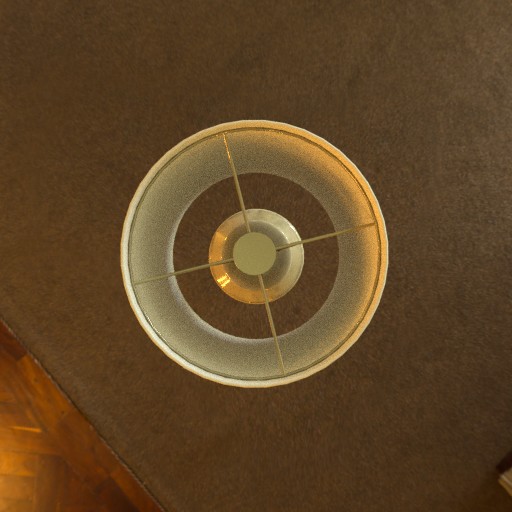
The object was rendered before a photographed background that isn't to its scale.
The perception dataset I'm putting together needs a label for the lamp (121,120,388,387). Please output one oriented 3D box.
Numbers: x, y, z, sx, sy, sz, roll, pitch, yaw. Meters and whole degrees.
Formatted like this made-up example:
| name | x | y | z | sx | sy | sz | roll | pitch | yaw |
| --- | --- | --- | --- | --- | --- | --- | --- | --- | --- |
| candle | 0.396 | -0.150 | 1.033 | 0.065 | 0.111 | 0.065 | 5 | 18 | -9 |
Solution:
| name | x | y | z | sx | sy | sz | roll | pitch | yaw |
| --- | --- | --- | --- | --- | --- | --- | --- | --- | --- |
| lamp | 0.000 | 0.000 | 0.576 | 0.211 | 0.455 | 0.211 | 0 | 89 | 0 |
